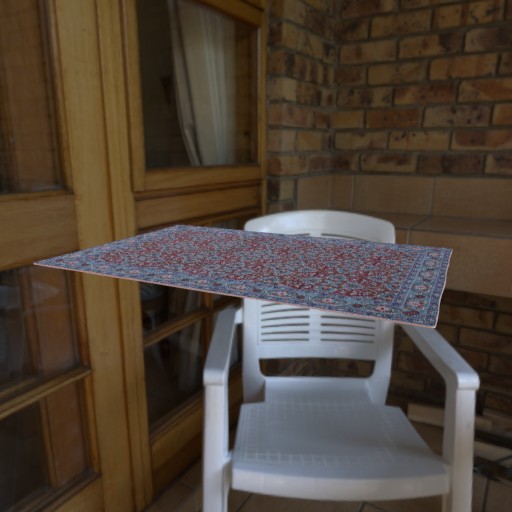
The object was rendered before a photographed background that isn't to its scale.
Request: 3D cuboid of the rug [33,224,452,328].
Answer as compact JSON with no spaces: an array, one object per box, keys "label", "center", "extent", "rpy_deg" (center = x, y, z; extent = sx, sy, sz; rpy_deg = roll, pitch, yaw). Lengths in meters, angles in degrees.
[{"label":"rug","center":[0.000,0.000,2.301],"extent":[1.829,0.009,1.219],"rpy_deg":[7,15,25]}]
